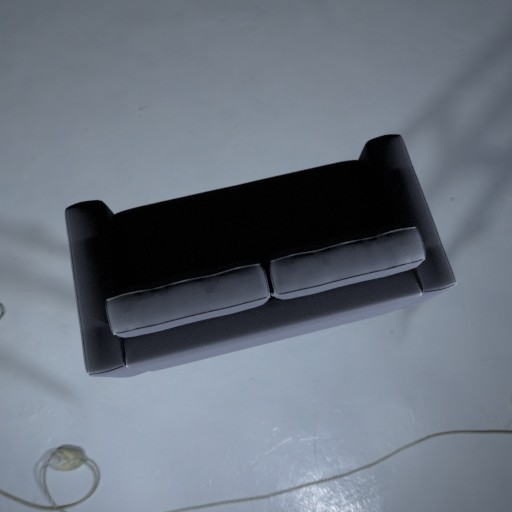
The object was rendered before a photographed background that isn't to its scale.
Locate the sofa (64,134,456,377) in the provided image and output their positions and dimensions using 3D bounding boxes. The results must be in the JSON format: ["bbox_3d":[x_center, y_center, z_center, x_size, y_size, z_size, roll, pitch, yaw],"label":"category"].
[{"bbox_3d":[0.000,0.000,2.237,1.726,0.893,0.833,-13,75,-4],"label":"sofa"}]
